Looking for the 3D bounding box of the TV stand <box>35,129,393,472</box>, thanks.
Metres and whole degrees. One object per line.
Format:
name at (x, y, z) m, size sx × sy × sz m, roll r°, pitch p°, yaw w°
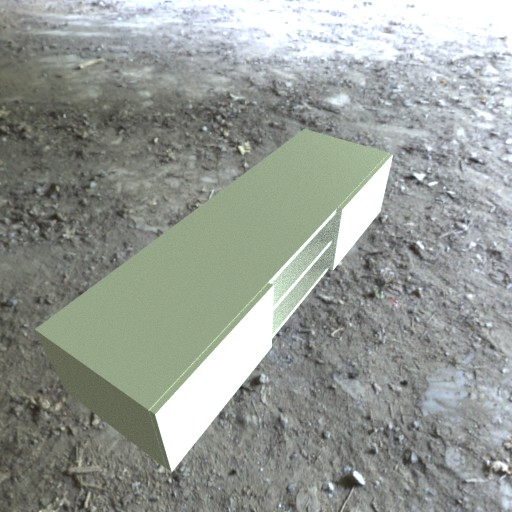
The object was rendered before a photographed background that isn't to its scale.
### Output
TV stand at (0.000, 0.000, 1.582) m, size 0.420 × 0.310 × 1.400 m, roll 24°, pitch 47°, yaw 25°
